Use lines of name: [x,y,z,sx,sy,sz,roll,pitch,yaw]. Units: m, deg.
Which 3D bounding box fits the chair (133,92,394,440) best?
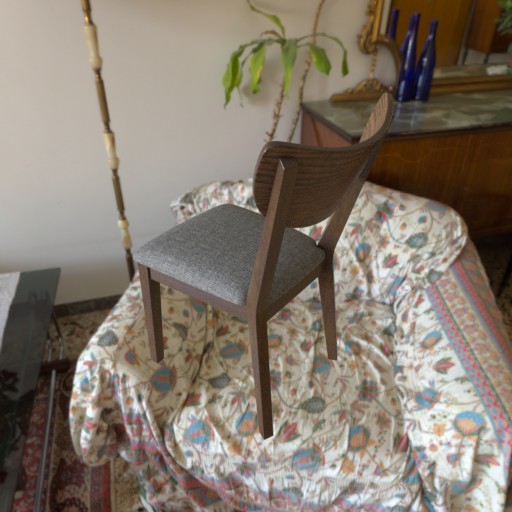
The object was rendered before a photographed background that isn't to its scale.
chair: [0.000,0.000,1.228,0.583,0.849,0.491,23,39,31]
